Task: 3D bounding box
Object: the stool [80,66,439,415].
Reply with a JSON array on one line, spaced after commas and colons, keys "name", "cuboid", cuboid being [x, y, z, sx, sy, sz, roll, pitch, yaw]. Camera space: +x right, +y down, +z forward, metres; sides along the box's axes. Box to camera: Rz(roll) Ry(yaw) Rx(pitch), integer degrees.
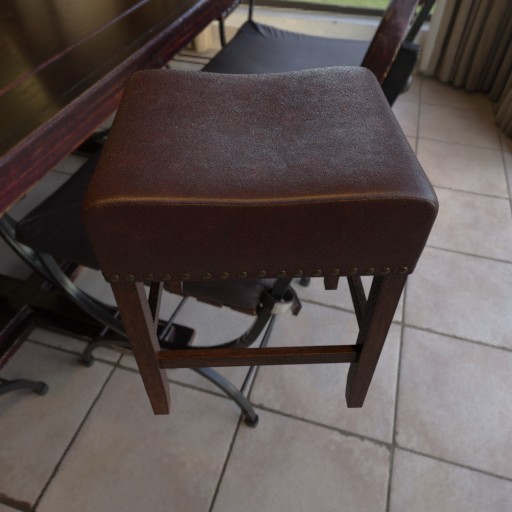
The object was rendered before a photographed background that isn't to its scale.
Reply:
[{"name": "stool", "cuboid": [0.000, 0.000, 0.895, 0.465, 0.608, 0.397, -2, 46, -1]}]
